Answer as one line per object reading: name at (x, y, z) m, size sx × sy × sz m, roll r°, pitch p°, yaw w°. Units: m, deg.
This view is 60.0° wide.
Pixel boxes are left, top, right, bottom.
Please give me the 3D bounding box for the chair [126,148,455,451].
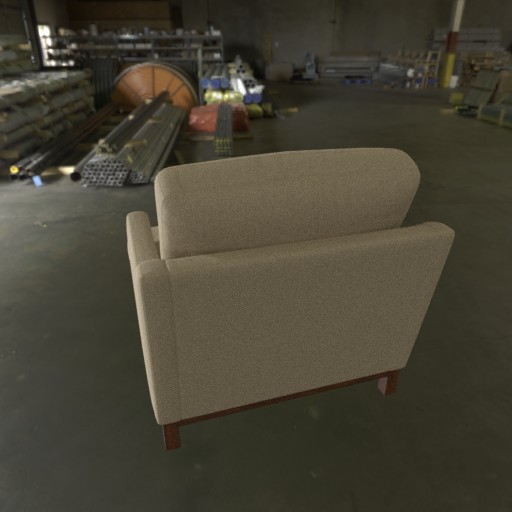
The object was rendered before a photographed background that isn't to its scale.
chair at (0.000, 0.000, 1.665) m, size 0.912 × 0.916 × 1.001 m, roll -8°, pitch 27°, yaw -16°
